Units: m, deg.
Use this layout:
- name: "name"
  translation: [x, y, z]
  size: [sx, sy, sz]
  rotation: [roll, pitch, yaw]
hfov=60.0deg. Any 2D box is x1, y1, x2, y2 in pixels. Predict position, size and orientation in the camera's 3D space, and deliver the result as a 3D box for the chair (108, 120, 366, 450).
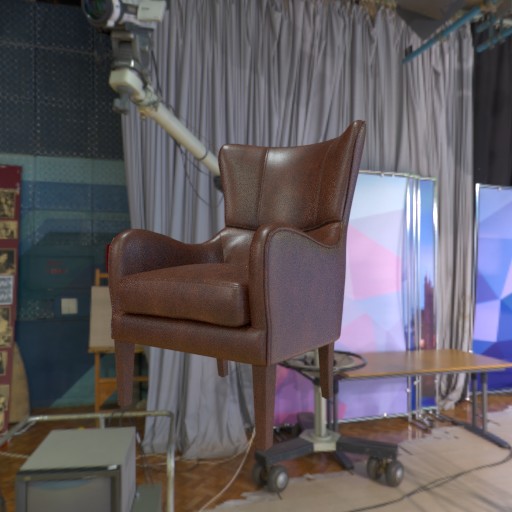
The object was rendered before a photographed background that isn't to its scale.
- name: "chair"
  translation: [0.000, 0.000, 1.690]
  size: [0.692, 1.048, 0.914]
  rotation: [0, 1, 35]
